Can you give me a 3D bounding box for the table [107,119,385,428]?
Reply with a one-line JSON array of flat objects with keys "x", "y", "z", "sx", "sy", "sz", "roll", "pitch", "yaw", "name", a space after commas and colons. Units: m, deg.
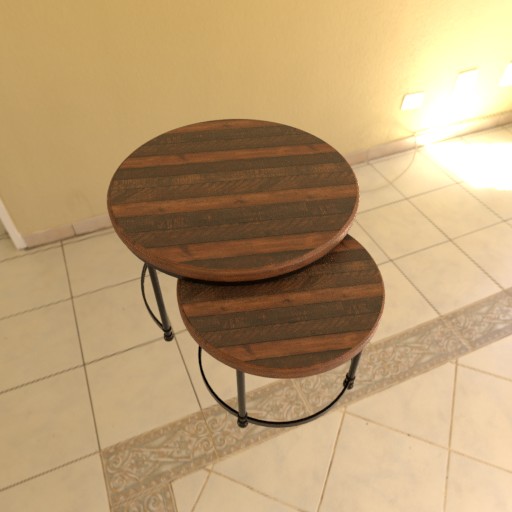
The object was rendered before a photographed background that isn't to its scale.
[{"x": 0.000, "y": 0.000, "z": 1.651, "sx": 0.870, "sy": 0.516, "sz": 1.152, "roll": -25, "pitch": 51, "yaw": -22, "name": "table"}]
